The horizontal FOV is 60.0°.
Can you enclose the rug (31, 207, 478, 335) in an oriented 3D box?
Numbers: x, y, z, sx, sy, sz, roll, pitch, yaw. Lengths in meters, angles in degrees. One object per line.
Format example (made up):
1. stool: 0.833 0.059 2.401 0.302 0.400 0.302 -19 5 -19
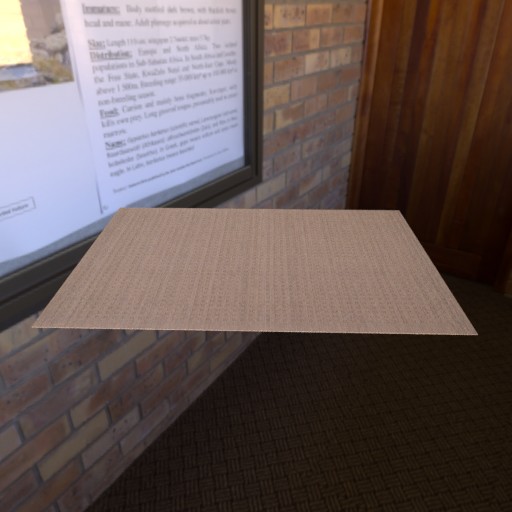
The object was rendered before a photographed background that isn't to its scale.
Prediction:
1. rug: 0.000 0.000 3.736 2.895 0.006 1.981 1 29 1
